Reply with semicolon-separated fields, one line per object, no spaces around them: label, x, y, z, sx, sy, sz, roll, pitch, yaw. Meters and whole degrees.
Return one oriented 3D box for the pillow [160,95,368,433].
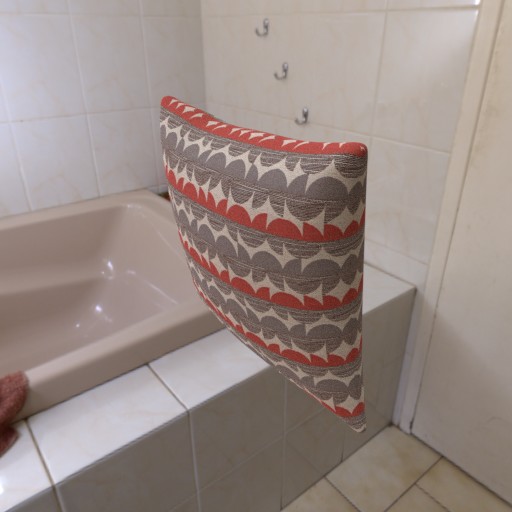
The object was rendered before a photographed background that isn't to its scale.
pillow;0.000;0.000;0.652;0.180;0.410;0.420;-18;32;-31
